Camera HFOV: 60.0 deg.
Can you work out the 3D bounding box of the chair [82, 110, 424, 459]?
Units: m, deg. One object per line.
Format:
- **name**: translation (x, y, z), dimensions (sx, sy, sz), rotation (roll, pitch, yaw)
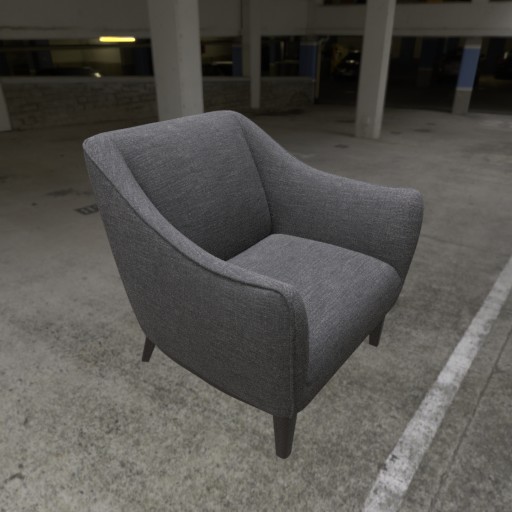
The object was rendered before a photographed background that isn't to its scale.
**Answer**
- **chair**: translation (0.000, 0.000, 1.525), dimensions (0.851, 0.829, 0.870), rotation (19, 33, 33)
